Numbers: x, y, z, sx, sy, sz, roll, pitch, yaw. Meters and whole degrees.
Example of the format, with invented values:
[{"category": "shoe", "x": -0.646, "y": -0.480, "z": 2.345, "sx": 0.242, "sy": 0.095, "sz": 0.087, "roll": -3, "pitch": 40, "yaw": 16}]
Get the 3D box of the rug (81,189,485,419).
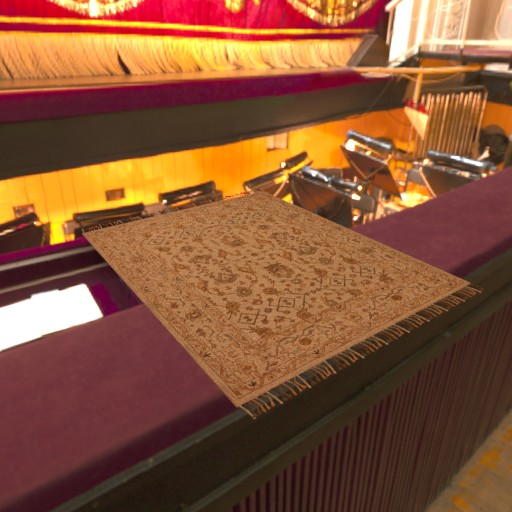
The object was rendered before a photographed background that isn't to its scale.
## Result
[{"category": "rug", "x": 0.000, "y": 0.000, "z": 2.259, "sx": 1.278, "sy": 0.009, "sz": 1.726, "roll": -18, "pitch": 32, "yaw": -31}]
